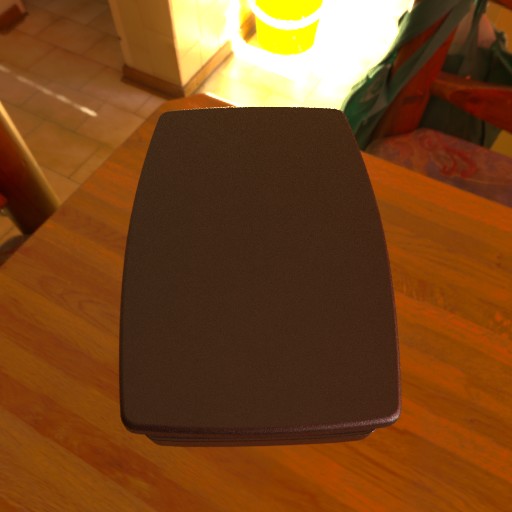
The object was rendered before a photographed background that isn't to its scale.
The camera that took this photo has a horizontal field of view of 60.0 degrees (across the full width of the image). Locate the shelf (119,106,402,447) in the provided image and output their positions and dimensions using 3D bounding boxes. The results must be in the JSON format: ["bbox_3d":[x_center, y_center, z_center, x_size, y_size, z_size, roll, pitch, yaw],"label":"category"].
[{"bbox_3d":[0.000,0.000,0.517,0.280,0.100,0.410,-1,58,-1],"label":"shelf"}]
